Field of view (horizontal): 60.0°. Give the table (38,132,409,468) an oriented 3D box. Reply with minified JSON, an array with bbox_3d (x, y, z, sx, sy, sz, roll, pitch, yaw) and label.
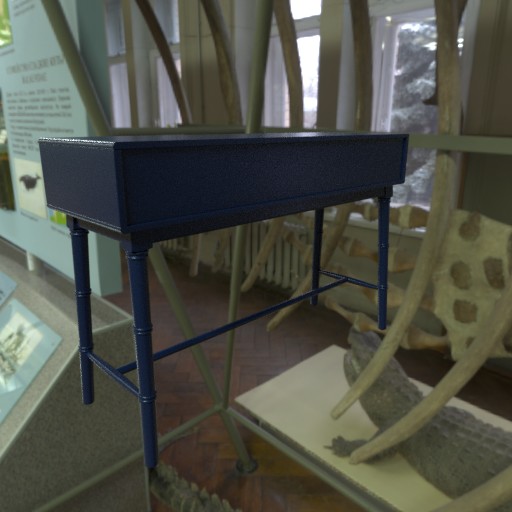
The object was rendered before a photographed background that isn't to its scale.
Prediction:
[{"bbox_3d":[0.000,0.000,1.424,1.118,0.749,0.399,-15,23,-42],"label":"table"}]
